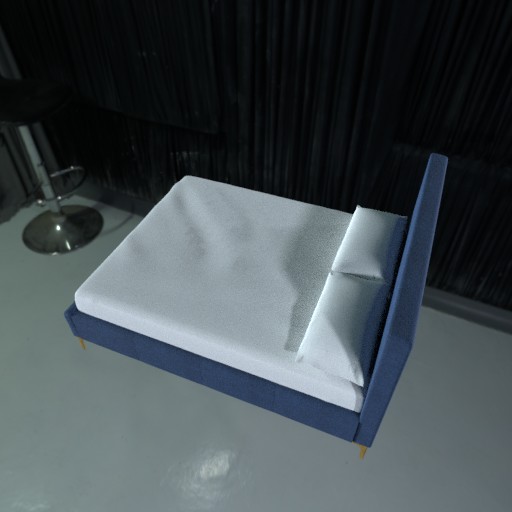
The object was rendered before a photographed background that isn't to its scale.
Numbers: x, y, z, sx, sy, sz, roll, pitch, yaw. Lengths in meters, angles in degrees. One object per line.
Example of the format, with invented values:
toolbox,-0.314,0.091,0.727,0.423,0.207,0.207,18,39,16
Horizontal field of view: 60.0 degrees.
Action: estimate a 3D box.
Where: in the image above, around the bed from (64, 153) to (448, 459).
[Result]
bed,0.000,0.000,3.190,2.172,1.231,1.723,16,46,16
